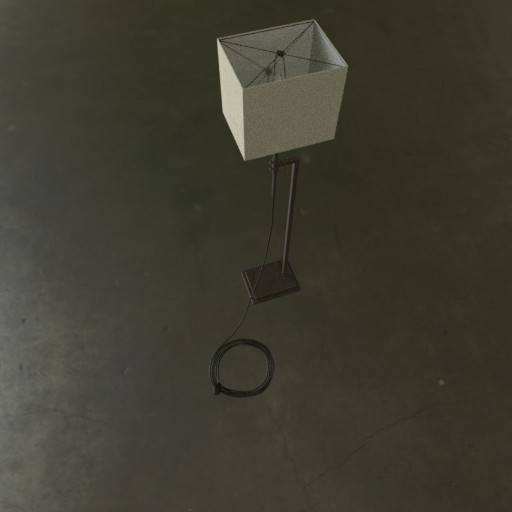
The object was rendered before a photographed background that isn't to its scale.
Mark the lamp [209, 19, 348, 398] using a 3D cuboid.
[{"bbox_3d":[0.000,0.000,1.977,0.698,1.600,0.774,-16,59,-10],"label":"lamp"}]
